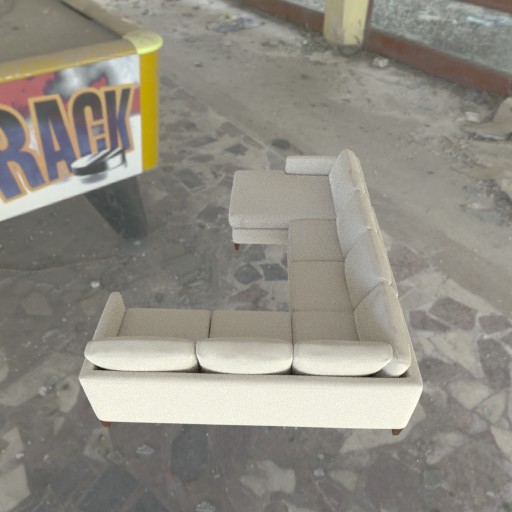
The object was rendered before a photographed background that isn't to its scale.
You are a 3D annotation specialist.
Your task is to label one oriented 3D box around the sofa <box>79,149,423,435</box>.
[{"bbox_3d":[0.000,0.000,4.690,2.593,0.956,3.459,1,41,1],"label":"sofa"}]
